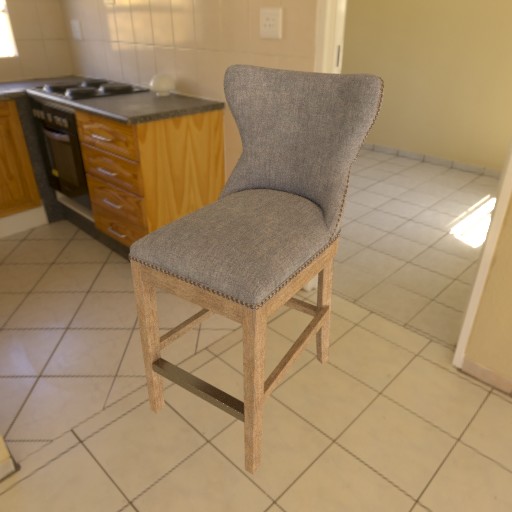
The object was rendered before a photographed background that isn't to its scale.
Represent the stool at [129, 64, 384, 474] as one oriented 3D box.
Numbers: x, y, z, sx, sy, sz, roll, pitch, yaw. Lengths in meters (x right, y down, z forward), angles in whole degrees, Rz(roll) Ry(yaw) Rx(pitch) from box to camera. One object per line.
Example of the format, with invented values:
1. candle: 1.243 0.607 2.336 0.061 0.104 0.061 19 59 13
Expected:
1. stool: 0.000 0.000 1.301 0.498 0.981 0.608 18 34 30
